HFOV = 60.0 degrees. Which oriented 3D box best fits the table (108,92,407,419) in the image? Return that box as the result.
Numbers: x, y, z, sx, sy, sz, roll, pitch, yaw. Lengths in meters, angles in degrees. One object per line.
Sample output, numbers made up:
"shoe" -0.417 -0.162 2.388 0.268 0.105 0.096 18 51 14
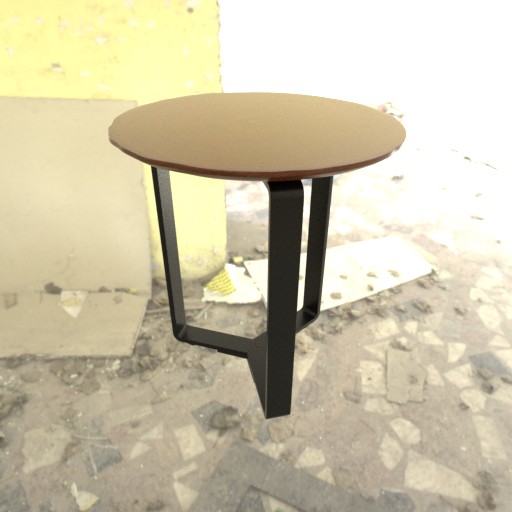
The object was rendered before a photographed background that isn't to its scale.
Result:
"table" 0.000 0.000 0.747 0.410 0.450 0.380 9 33 14
